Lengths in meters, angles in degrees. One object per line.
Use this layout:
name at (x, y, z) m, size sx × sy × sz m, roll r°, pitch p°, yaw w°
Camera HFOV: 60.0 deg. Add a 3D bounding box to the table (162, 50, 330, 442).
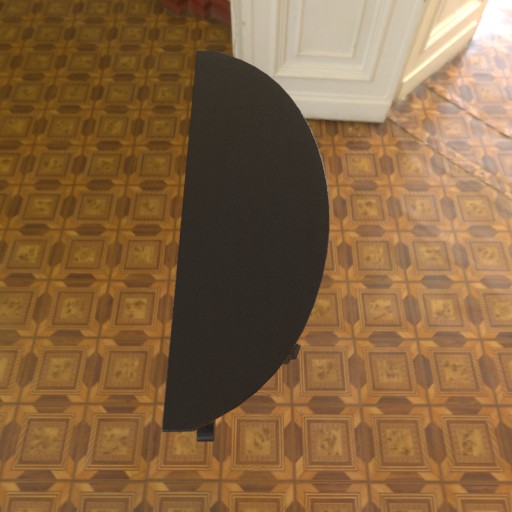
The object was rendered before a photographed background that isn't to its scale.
table at (0.000, 0.000, 1.506) m, size 0.394 × 0.692 × 1.198 m, roll 0°, pitch 62°, yaw 0°
